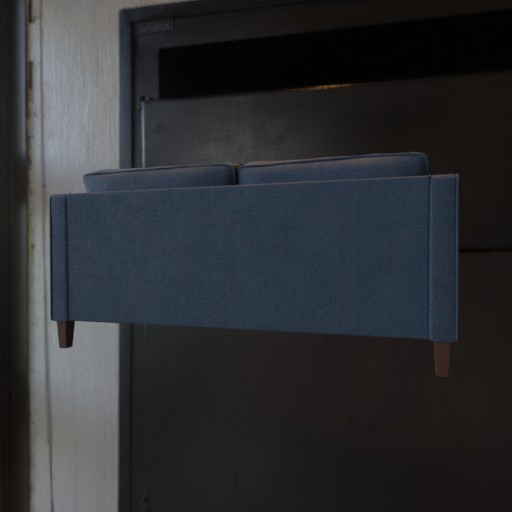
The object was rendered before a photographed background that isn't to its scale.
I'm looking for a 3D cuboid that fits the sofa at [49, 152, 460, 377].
[{"bbox_3d":[0.000,0.000,2.743,2.178,1.071,1.066,0,0,17],"label":"sofa"}]
